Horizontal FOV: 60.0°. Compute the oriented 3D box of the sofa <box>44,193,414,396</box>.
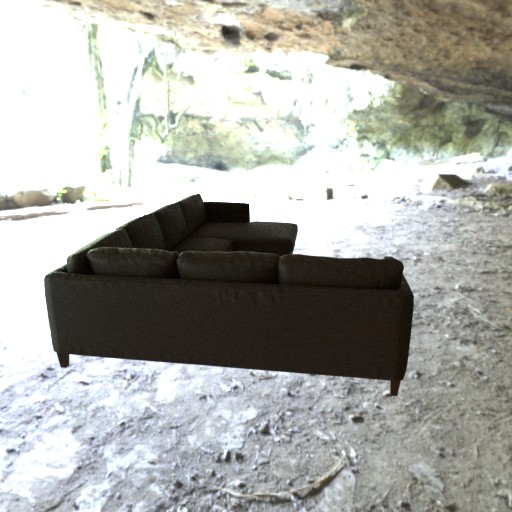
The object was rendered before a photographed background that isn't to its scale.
[{"bbox_3d":[0.000,0.000,4.656,2.593,0.923,3.460,2,16,8],"label":"sofa"}]
